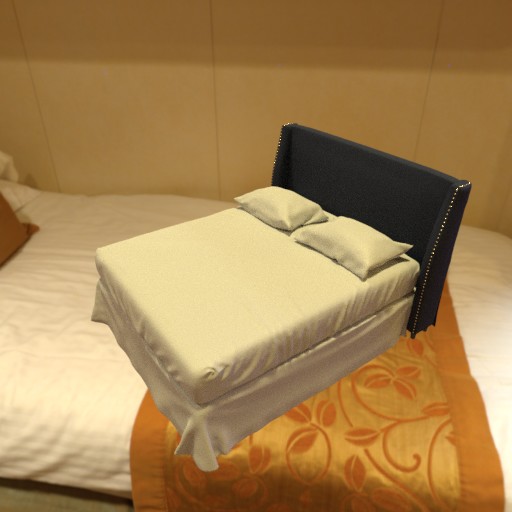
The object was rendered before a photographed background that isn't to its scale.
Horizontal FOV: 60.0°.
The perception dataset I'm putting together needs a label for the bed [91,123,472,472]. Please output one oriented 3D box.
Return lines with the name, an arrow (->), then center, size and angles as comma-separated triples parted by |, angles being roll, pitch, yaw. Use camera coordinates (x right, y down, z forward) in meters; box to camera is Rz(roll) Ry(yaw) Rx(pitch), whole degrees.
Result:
bed -> 0.000, 0.000, 3.423 | 2.276, 1.332, 1.925 | -21, 37, -30
